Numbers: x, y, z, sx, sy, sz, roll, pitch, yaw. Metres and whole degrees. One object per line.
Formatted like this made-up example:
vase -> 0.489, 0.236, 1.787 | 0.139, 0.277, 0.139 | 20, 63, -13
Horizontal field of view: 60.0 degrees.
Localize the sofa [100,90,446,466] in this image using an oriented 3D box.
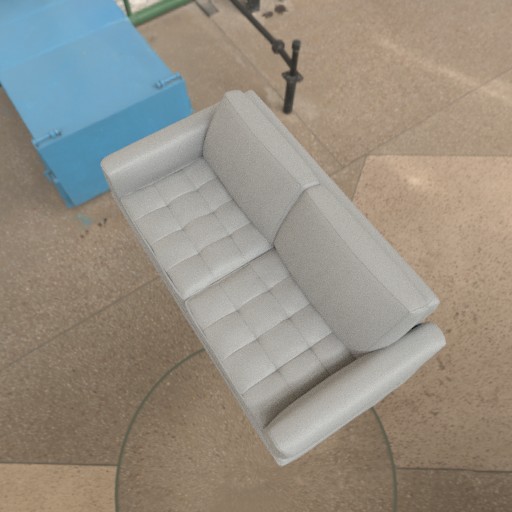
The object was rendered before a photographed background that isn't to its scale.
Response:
sofa -> 0.000, 0.000, 2.740 | 1.121, 0.930, 2.177 | -31, 68, -14
